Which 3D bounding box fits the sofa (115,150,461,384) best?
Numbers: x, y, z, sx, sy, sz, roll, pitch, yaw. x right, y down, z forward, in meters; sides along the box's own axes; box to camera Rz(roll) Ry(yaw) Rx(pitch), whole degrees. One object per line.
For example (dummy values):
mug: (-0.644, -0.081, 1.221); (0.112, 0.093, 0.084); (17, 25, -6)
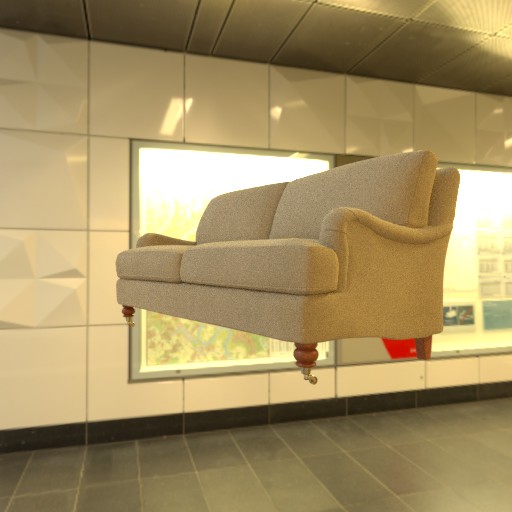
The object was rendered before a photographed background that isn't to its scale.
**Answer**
sofa: (0.000, 0.000, 2.687); (1.091, 0.997, 2.070); (1, -1, -36)
